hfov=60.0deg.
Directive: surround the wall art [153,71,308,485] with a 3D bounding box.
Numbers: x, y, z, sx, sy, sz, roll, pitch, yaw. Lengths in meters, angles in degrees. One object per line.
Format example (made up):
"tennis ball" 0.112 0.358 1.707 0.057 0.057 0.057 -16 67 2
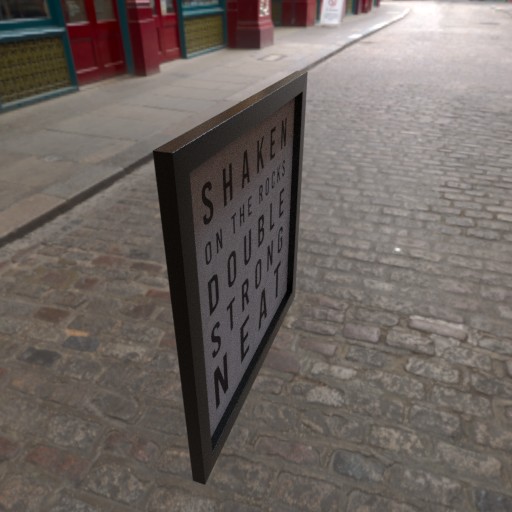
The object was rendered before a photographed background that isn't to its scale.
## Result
"wall art" 0.000 0.000 0.509 0.014 0.349 0.349 10 32 17
